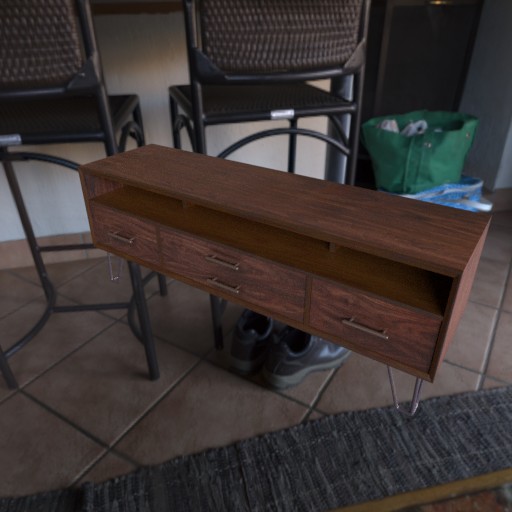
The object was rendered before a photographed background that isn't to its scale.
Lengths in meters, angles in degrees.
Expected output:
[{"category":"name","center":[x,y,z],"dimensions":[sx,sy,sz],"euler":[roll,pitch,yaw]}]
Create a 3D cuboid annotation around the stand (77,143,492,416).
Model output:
[{"category":"stand","center":[0.000,0.000,1.890],"dimensions":[1.626,0.610,0.481],"euler":[18,34,29]}]
